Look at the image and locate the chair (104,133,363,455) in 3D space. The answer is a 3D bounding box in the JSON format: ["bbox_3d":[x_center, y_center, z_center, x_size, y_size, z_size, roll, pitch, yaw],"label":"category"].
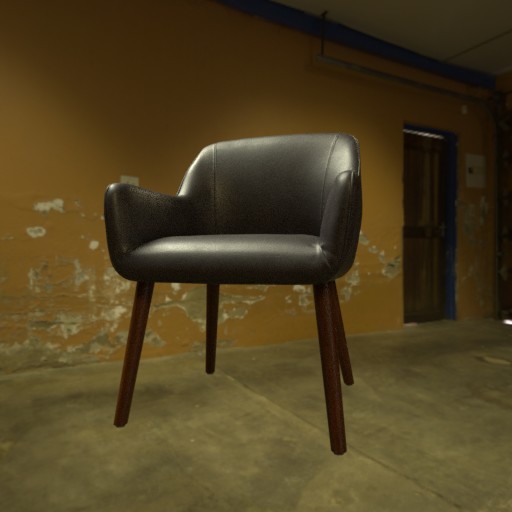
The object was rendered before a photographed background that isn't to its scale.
[{"bbox_3d":[0.000,0.000,1.265,0.610,0.828,0.610,0,0,17],"label":"chair"}]
